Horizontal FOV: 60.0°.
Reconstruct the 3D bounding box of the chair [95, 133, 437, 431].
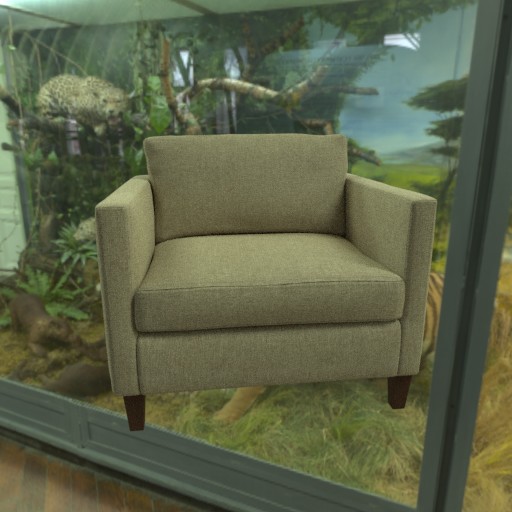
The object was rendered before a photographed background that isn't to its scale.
[{"bbox_3d":[0.000,0.000,1.861,1.107,0.987,0.959,-2,16,-7],"label":"chair"}]
